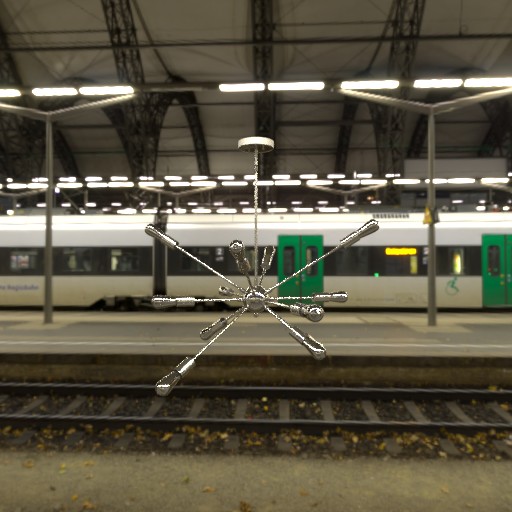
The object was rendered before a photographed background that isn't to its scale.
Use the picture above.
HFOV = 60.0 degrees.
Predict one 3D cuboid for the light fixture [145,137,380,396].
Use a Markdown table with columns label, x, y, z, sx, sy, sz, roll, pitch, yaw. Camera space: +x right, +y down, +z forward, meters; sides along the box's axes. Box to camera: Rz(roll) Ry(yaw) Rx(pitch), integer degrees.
| label | x | y | z | sx | sy | sz | roll | pitch | yaw |
| --- | --- | --- | --- | --- | --- | --- | --- | --- | --- |
| light fixture | 0.000 | 0.000 | 1.081 | 0.509 | 0.558 | 0.684 | 0 | -1 | -18 |
